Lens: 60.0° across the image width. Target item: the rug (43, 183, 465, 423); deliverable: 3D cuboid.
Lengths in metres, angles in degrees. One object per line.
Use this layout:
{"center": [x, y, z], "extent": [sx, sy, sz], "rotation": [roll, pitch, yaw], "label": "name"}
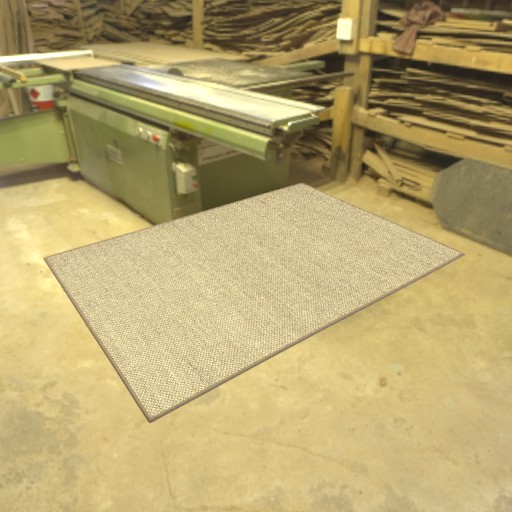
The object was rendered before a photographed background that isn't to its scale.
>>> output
{"center": [0.000, 0.000, 2.721], "extent": [2.115, 0.013, 1.517], "rotation": [-21, 36, -31], "label": "rug"}
